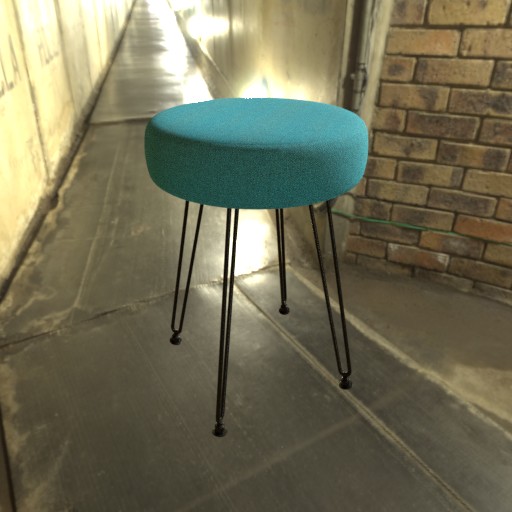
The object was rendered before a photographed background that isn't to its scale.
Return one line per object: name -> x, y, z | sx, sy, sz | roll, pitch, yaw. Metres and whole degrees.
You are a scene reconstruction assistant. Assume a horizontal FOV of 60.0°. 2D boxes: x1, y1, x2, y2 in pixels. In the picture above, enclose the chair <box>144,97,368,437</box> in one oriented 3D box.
chair -> 0.000, 0.000, 0.696 | 0.350, 0.440, 0.350 | 10, 31, 18
